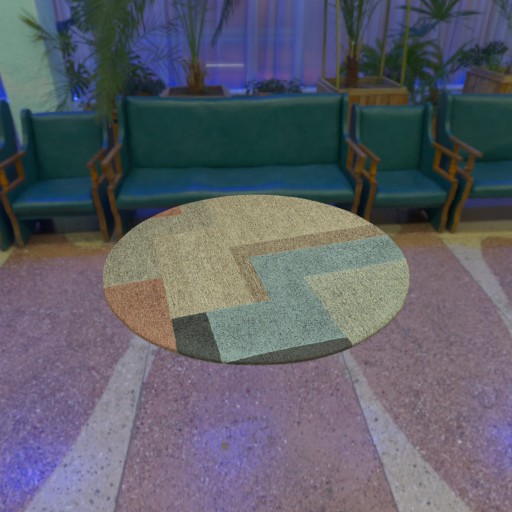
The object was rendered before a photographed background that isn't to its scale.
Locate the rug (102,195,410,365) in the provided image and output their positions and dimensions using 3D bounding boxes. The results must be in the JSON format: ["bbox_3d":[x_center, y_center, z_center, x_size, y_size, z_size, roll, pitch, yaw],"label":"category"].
[{"bbox_3d":[0.000,0.000,3.683,2.461,0.033,2.461,0,32,0],"label":"rug"}]
